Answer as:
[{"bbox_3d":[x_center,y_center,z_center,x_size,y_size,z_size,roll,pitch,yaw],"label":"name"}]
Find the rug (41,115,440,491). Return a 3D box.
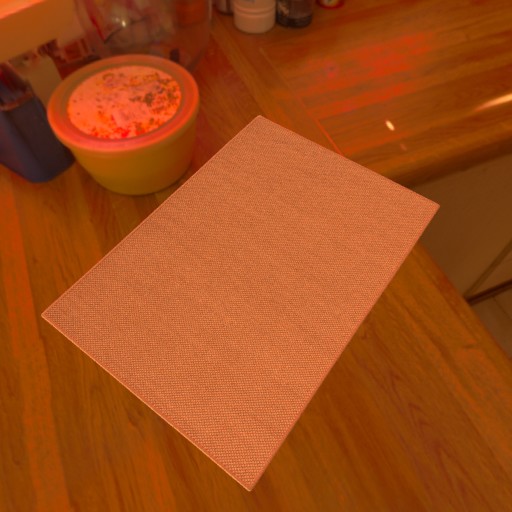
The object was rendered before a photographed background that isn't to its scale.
[{"bbox_3d":[0.000,0.000,2.775,1.524,0.013,2.134,32,63,19],"label":"rug"}]
